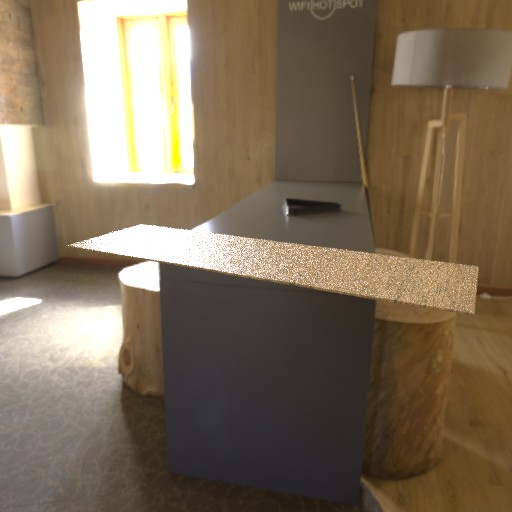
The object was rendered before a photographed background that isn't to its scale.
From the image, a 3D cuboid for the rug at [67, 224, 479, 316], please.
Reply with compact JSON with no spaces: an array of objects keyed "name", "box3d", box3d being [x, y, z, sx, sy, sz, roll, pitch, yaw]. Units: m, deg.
[{"name":"rug","box3d":[0.000,0.000,2.545,2.290,0.014,0.700,8,18,26]}]
